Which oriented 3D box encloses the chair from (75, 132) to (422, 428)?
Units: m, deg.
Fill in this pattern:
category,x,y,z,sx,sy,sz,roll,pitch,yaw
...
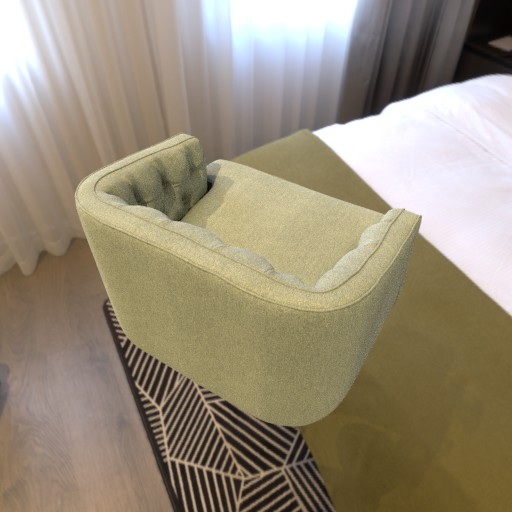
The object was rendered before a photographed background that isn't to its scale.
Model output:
category,x,y,z,sx,sy,sz,roll,pitch,yaw
chair,0.000,0.000,1.794,1.094,0.852,0.945,24,50,21
